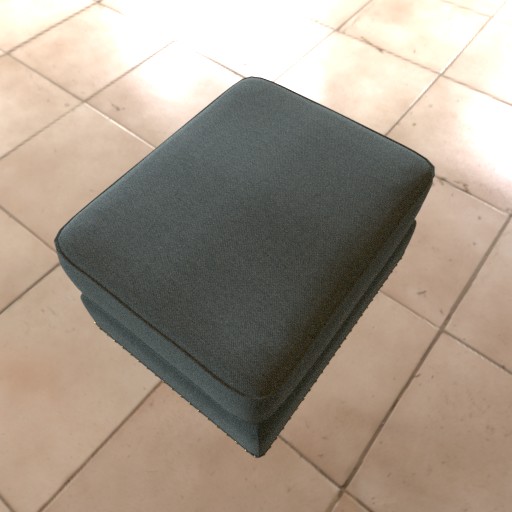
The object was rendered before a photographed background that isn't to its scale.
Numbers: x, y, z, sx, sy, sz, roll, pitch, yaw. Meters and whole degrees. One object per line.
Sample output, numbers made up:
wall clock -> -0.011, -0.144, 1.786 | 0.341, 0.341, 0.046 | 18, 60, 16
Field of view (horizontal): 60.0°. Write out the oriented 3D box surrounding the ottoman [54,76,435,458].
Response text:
ottoman -> 0.000, 0.000, 1.144 | 0.589, 0.537, 0.738 | 33, 64, 18
